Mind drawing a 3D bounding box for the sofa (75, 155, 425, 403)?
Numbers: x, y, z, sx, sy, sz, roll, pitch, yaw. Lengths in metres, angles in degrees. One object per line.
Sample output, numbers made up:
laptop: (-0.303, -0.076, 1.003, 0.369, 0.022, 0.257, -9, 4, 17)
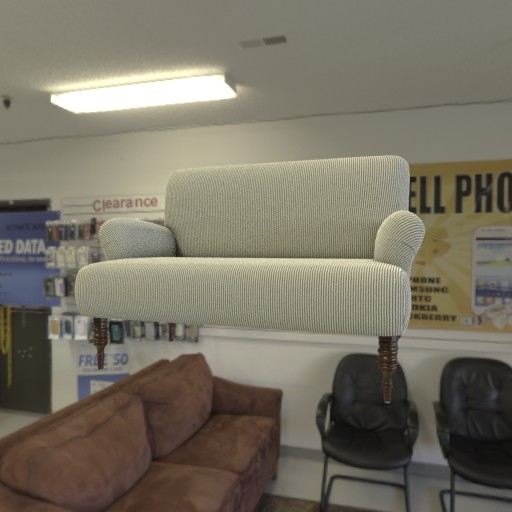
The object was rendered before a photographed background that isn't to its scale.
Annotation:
sofa: (0.000, 0.000, 1.833, 1.297, 0.889, 0.779, 0, 1, 19)
